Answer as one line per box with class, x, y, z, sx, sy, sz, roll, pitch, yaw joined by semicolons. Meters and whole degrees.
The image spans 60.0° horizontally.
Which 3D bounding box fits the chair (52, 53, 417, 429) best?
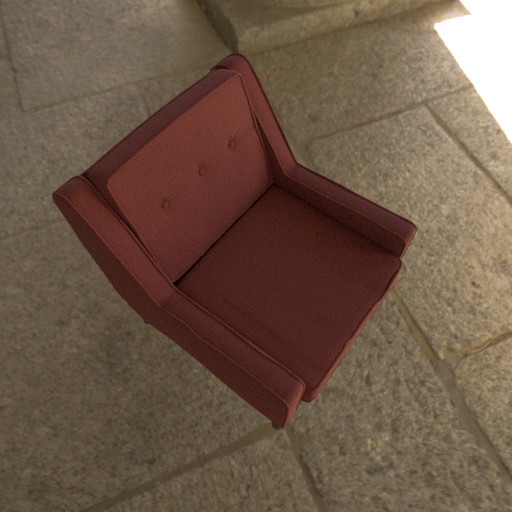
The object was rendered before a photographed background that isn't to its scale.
chair;0.000;0.000;1.373;0.770;0.812;0.680;34;65;18
